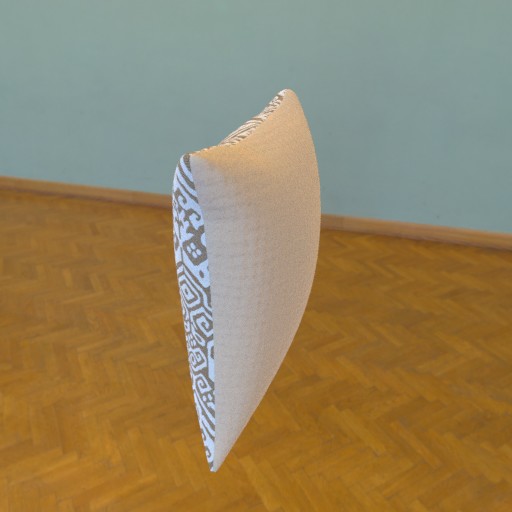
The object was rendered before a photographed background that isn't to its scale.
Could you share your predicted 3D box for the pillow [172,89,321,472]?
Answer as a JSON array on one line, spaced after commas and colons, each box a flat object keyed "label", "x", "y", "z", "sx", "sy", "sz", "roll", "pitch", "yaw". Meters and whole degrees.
[{"label": "pillow", "x": 0.000, "y": 0.000, "z": 0.643, "sx": 0.173, "sy": 0.407, "sz": 0.419, "roll": 7, "pitch": 29, "yaw": 14}]
